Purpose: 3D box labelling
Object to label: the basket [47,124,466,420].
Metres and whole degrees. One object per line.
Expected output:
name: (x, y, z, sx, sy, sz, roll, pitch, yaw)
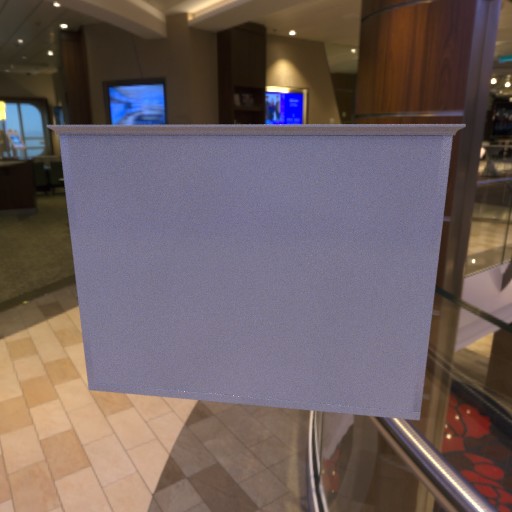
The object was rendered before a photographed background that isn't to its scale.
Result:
basket: (0.000, 0.000, 1.064, 0.780, 0.600, 0.350, 2, 16, 8)
